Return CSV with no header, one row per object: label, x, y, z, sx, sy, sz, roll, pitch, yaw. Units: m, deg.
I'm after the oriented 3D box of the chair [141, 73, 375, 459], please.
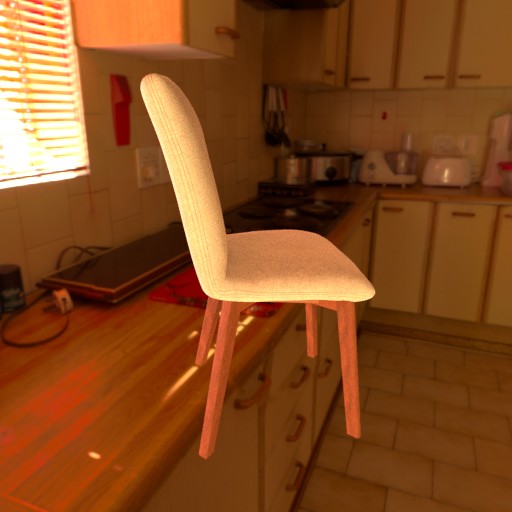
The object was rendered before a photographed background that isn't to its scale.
chair,0.000,0.000,1.317,0.563,0.974,0.522,-3,18,-8
